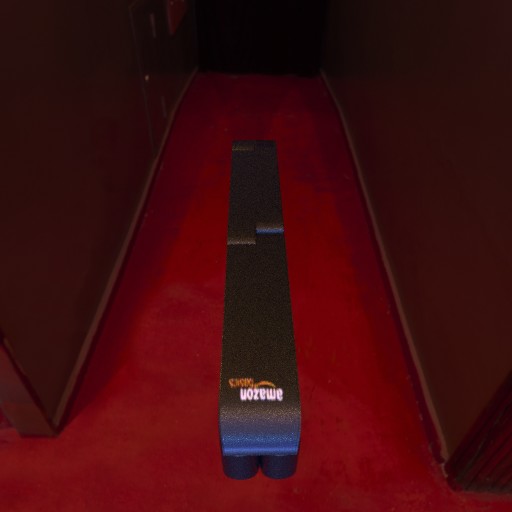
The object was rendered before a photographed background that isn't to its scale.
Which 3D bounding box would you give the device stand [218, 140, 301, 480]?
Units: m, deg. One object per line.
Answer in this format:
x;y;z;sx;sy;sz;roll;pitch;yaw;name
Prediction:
0.000;0.000;0.196;0.026;0.030;0.179;0;43;-1;device stand
